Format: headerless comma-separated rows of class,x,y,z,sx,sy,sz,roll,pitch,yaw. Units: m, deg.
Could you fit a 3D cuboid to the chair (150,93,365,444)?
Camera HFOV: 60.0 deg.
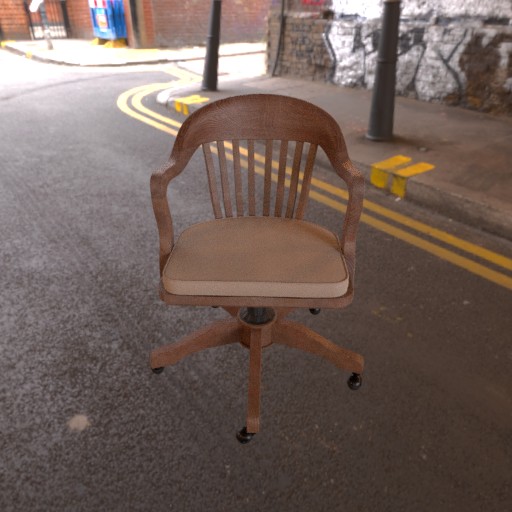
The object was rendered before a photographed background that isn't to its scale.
chair,0.000,0.000,1.450,0.750,0.878,0.788,1,30,2
